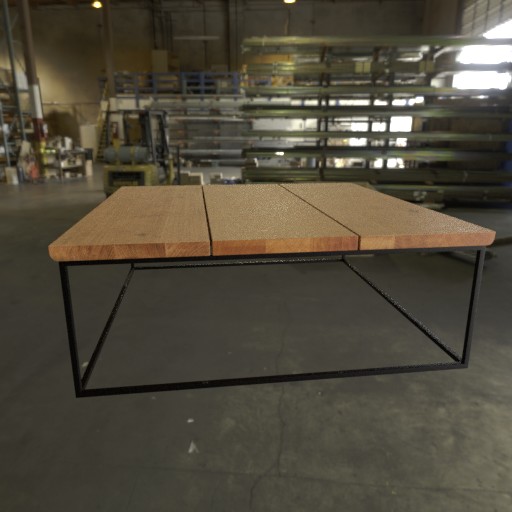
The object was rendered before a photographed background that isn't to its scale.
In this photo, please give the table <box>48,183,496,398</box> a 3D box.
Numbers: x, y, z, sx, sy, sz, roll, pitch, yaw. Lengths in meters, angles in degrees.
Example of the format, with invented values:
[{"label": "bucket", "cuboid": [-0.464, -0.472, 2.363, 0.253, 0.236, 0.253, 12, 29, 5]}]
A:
[{"label": "table", "cuboid": [0.000, 0.000, 1.652, 1.100, 0.400, 1.100, -2, 16, -8]}]
